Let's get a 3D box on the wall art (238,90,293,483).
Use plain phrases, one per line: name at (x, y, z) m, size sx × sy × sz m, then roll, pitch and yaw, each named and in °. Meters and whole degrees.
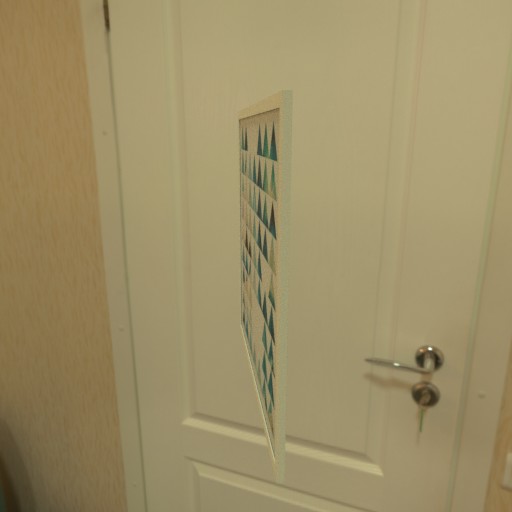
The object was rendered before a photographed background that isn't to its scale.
wall art at (0.000, 0.000, 0.860) m, size 0.012 × 0.557 × 0.557 m, roll -2°, pitch 16°, yaw -7°
